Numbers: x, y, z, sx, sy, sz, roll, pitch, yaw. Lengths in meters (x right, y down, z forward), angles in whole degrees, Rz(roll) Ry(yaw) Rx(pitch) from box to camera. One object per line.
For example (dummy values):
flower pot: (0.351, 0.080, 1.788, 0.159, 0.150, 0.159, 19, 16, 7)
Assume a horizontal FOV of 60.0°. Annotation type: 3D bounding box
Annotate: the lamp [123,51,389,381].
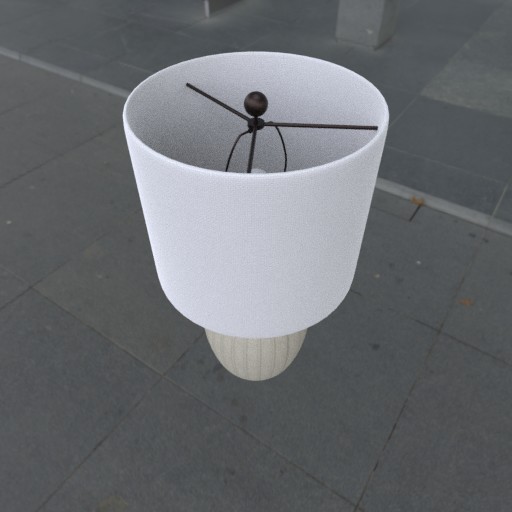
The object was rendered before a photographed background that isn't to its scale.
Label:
lamp: (0.000, 0.000, 0.748, 0.329, 0.570, 0.329, -31, 53, -28)
